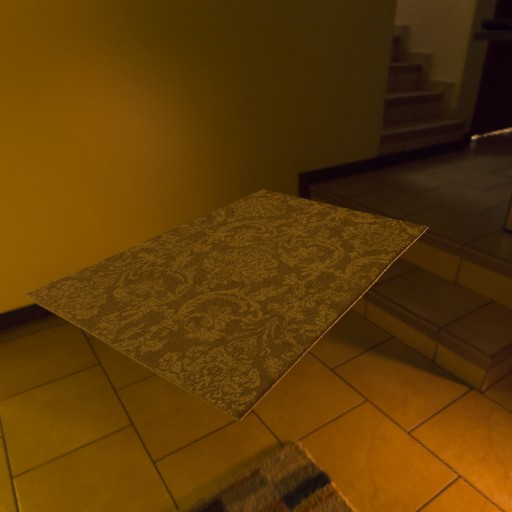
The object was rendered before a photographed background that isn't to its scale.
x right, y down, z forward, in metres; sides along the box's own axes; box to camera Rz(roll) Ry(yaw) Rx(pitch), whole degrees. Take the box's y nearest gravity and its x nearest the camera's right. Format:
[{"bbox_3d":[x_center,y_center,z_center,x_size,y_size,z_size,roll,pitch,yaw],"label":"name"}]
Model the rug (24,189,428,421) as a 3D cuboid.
[{"bbox_3d":[0.000,0.000,2.292,1.206,0.012,1.824,18,32,32],"label":"rug"}]
